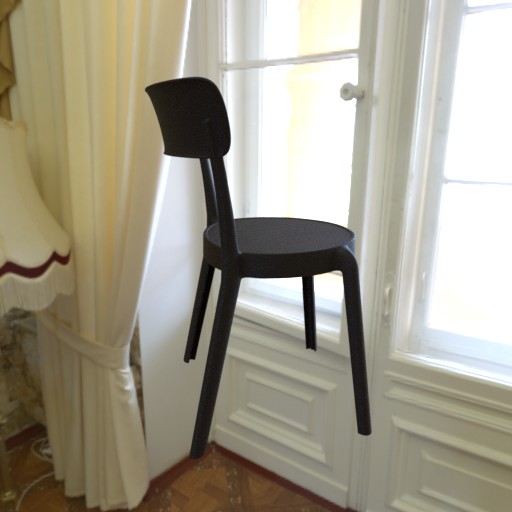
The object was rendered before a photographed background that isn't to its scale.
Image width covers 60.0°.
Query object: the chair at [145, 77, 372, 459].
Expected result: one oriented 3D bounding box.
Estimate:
[{"bbox_3d":[0.000,0.000,1.116,0.491,0.790,0.506,-3,17,-10],"label":"chair"}]
